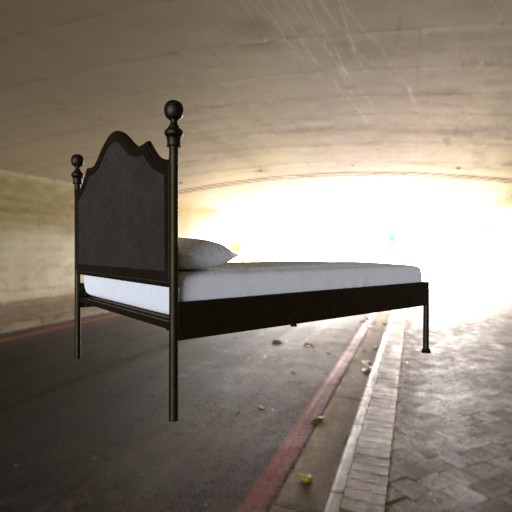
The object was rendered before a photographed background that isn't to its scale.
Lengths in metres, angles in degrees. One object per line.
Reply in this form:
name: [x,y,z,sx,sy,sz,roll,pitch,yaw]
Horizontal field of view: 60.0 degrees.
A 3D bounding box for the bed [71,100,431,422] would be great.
bed: [0.000,0.000,3.226,2.170,1.462,1.533,-1,1,-38]
